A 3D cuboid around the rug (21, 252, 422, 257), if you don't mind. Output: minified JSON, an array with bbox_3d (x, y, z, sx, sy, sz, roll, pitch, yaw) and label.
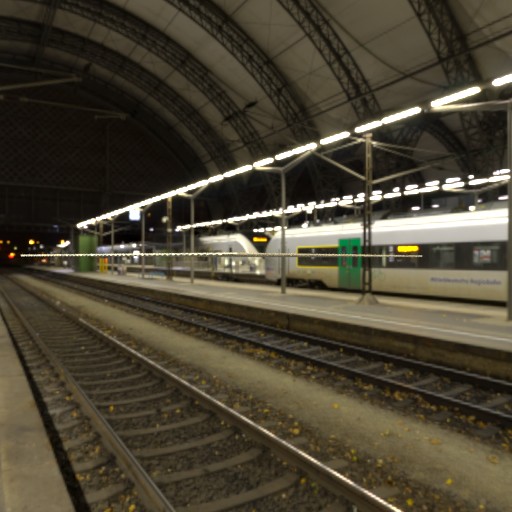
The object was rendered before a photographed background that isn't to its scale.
[{"bbox_3d":[0.000,0.000,3.041,1.524,0.010,2.438,0,0,37],"label":"rug"}]
